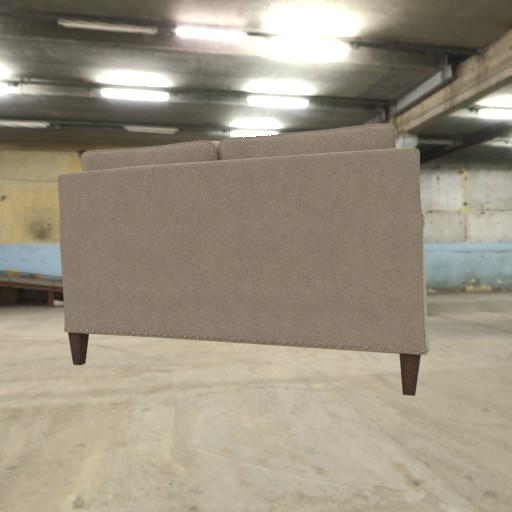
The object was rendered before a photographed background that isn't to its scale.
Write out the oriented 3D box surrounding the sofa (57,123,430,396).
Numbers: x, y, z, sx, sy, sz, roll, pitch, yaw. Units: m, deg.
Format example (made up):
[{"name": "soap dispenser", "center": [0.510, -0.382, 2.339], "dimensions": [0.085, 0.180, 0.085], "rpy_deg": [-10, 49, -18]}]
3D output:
[{"name": "sofa", "center": [0.000, 0.000, 2.210], "dimensions": [1.597, 1.002, 1.084], "rpy_deg": [0, -1, 18]}]
